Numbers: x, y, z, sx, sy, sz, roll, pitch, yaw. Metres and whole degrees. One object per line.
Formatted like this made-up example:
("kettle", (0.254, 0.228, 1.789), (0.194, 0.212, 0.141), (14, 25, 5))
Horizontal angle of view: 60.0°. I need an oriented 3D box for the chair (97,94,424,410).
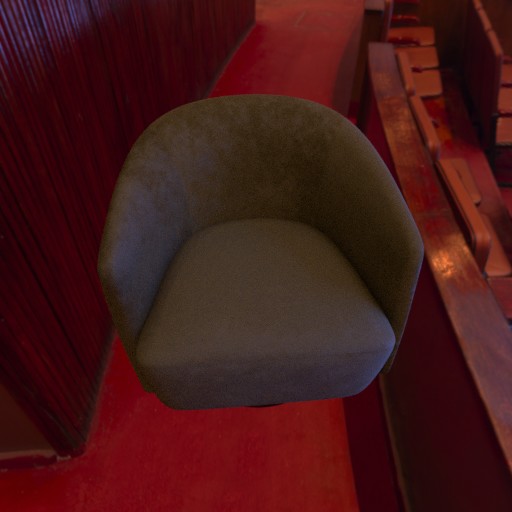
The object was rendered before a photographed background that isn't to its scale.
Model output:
("chair", (0.000, 0.000, 1.350), (0.773, 0.698, 0.767), (-4, 45, -4))
